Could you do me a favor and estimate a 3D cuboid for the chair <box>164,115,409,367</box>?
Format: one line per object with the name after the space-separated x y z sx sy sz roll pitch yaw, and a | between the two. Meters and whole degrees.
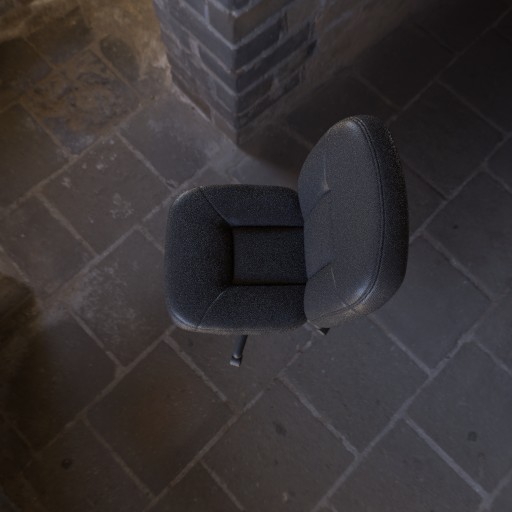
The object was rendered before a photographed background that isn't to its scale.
0.000 0.000 1.378 0.646 0.959 0.647 -1 75 0 | chair
